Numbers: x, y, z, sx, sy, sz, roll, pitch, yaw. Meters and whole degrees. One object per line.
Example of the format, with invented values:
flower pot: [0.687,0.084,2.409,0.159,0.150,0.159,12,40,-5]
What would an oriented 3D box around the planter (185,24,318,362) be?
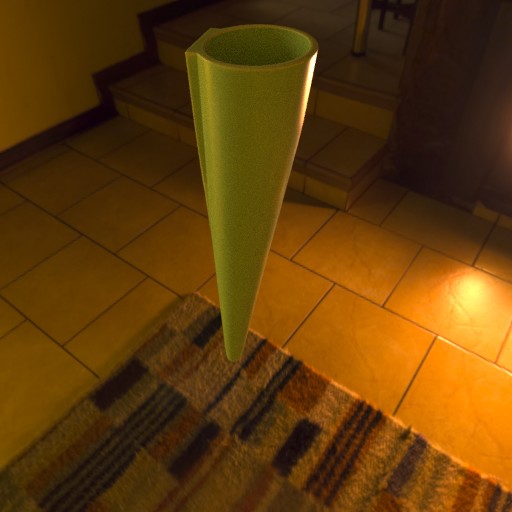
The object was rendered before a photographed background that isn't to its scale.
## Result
planter: [0.000,0.000,0.291,0.055,0.268,0.054,12,46,12]
